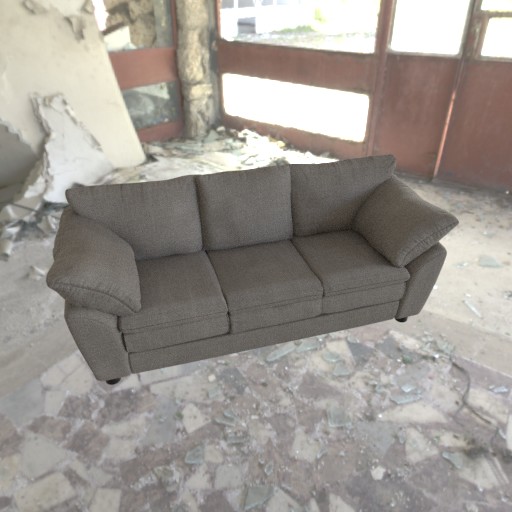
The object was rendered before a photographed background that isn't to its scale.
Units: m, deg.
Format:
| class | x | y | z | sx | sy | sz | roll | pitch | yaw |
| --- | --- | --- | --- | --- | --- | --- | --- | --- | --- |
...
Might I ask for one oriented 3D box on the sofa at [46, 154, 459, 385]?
| class | x | y | z | sx | sy | sz | roll | pitch | yaw |
| --- | --- | --- | --- | --- | --- | --- | --- | --- | --- |
| sofa | 0.000 | 0.000 | 2.851 | 2.334 | 0.996 | 0.878 | -9 | 33 | -14 |
